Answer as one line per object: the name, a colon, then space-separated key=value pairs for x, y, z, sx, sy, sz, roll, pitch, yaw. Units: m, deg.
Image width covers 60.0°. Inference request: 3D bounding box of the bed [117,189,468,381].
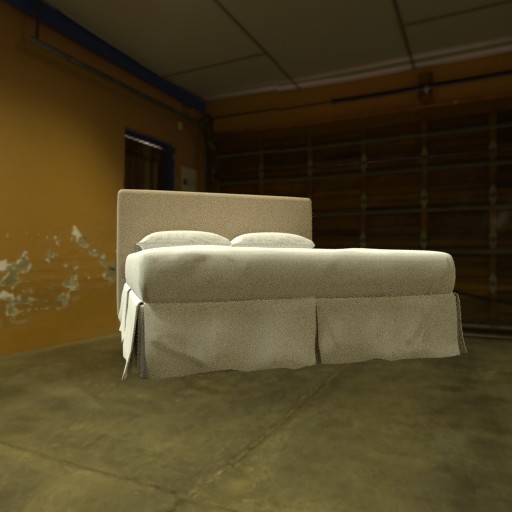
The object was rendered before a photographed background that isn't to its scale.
bed: x=0.000 y=0.000 z=3.564 sx=2.119 sy=1.317 sz=2.319 roll=0 pitch=-1 yaw=-18
